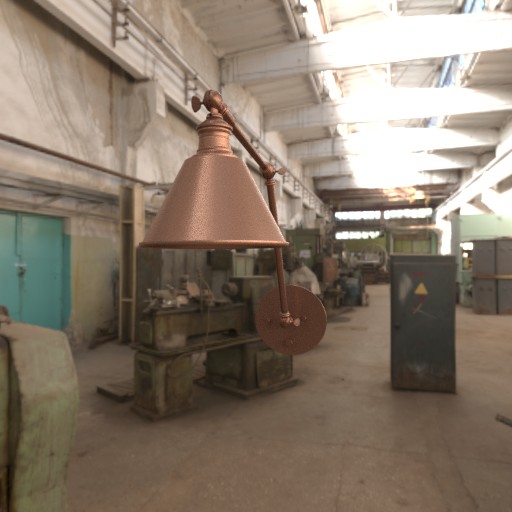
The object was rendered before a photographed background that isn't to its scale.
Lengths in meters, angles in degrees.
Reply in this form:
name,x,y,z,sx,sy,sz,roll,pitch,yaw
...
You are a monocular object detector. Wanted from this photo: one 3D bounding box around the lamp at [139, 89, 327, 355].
name,x,y,z,sx,sy,sz,roll,pitch,yaw
lamp,0.000,0.000,0.861,0.223,0.502,0.624,0,0,18
